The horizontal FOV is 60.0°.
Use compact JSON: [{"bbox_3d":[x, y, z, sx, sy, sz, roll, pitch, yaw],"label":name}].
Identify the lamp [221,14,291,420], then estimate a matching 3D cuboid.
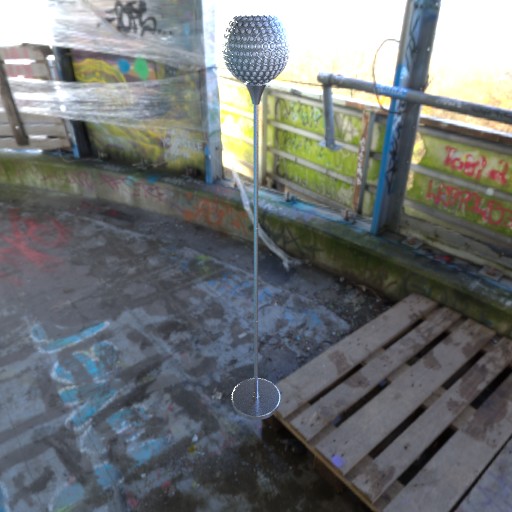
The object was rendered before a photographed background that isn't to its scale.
[{"bbox_3d":[0.000,0.000,1.888,0.254,1.805,0.254,0,32,0],"label":"lamp"}]
